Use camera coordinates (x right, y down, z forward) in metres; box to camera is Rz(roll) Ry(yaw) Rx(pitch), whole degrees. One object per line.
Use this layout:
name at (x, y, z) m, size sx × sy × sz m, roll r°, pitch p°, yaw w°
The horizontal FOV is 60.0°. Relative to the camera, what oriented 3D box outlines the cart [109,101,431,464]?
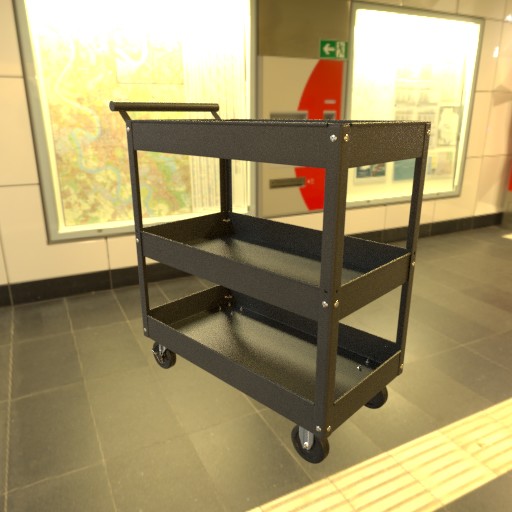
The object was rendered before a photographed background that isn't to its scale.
cart at (0.000, 0.000, 1.170) m, size 0.719 × 0.780 × 0.366 m, roll 16°, pitch 24°, yaw 41°
